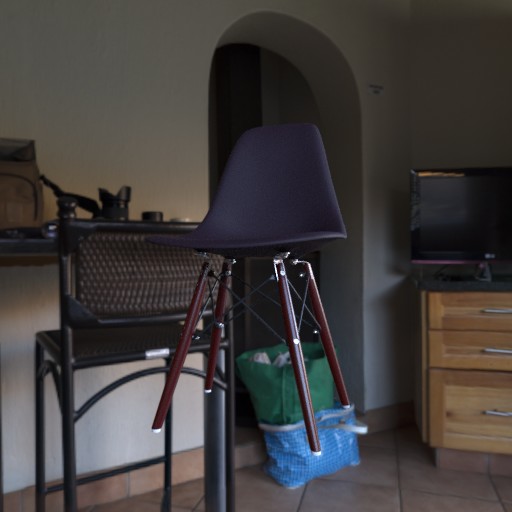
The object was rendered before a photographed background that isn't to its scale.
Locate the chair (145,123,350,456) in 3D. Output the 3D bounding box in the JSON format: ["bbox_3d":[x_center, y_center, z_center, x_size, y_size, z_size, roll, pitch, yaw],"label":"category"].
[{"bbox_3d":[0.000,0.000,1.150,0.470,0.826,0.533,0,0,18],"label":"chair"}]
